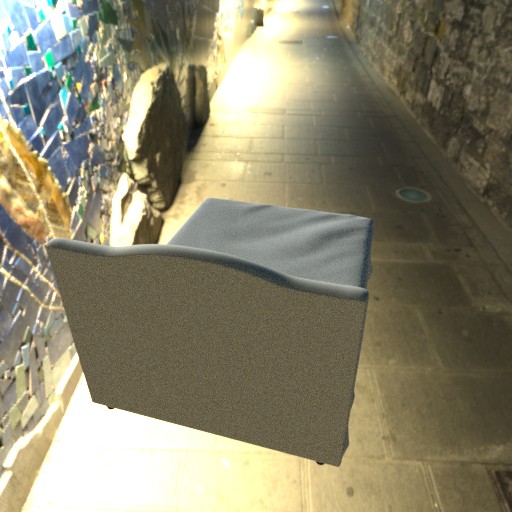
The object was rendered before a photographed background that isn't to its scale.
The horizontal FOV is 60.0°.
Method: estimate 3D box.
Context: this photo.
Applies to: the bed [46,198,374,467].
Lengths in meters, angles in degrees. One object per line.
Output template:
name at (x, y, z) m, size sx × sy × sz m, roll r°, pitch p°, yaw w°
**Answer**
bed at (0.000, 0.000, 3.428) m, size 1.821 × 1.436 × 2.282 m, roll 9°, pitch 34°, yaw 13°
